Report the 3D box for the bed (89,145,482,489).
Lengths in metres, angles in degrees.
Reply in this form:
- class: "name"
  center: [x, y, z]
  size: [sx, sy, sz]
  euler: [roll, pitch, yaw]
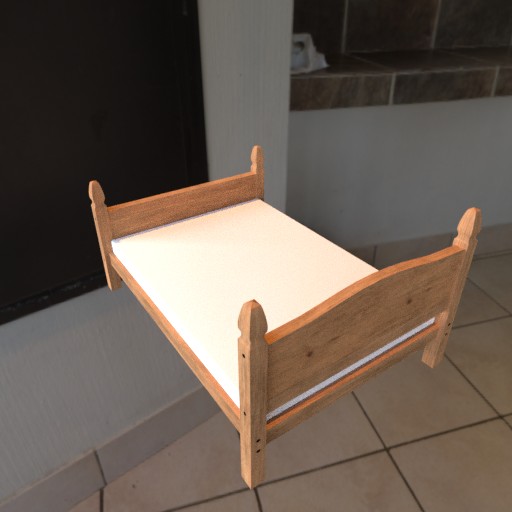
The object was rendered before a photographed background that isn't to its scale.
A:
- class: "bed"
  center: [0.000, 0.000, 2.946]
  size: [1.490, 1.100, 2.069]
  euler: [-20, 37, -29]
